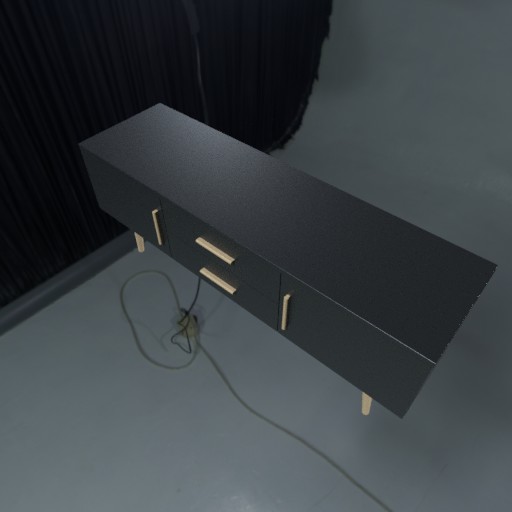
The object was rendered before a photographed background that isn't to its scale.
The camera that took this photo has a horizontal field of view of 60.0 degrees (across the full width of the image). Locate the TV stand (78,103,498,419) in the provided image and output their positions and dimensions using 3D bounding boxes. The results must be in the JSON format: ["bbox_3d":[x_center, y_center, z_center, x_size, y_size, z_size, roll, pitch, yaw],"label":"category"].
[{"bbox_3d":[0.000,0.000,1.521,1.312,0.518,0.390,32,54,26],"label":"TV stand"}]
